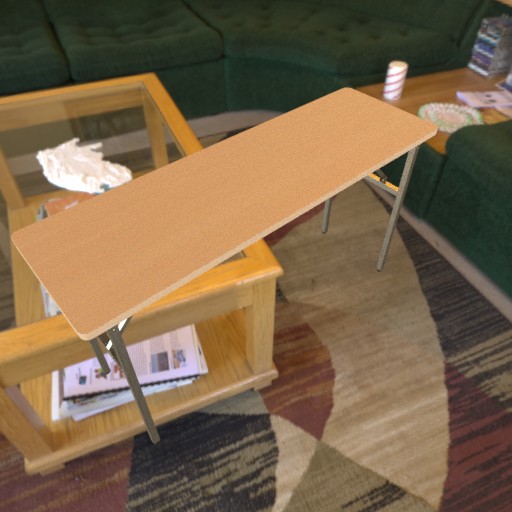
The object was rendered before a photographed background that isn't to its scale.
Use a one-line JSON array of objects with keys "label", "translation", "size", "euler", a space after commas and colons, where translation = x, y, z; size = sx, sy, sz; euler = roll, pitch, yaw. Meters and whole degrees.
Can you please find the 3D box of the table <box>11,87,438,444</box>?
[{"label": "table", "translation": [0.000, 0.000, 1.673], "size": [1.397, 0.750, 0.446], "euler": [-32, 53, -28]}]
